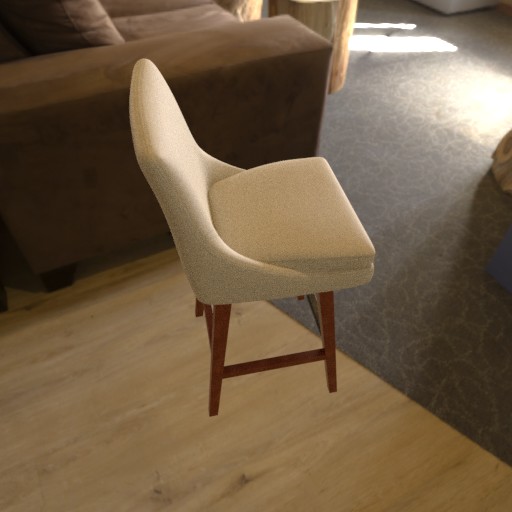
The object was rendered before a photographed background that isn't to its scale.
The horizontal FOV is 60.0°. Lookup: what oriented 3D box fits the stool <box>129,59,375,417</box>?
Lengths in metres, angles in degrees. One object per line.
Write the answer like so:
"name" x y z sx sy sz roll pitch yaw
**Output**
"stool" 0.000 0.000 1.372 0.559 1.092 0.470 -9 47 -8
